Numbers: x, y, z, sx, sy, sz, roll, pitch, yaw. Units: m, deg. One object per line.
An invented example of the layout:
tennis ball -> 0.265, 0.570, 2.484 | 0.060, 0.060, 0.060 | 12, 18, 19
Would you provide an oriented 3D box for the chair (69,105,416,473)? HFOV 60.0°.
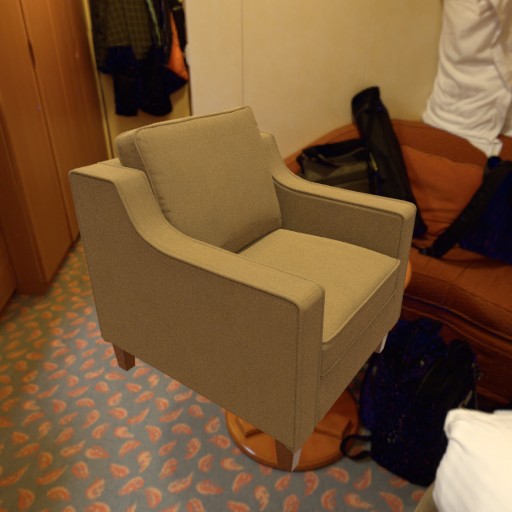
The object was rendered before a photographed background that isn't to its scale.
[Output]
chair -> 0.000, 0.000, 1.642 | 0.909, 0.960, 0.831 | 18, 32, 32
